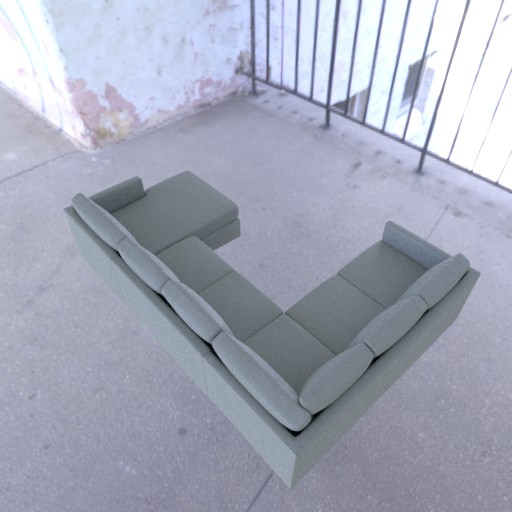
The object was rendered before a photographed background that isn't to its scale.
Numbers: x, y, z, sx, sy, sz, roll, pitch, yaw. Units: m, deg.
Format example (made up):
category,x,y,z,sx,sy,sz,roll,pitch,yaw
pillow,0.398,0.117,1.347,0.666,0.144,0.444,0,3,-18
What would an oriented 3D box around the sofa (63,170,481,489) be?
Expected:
category,x,y,z,sx,sy,sz,roll,pitch,yaw
sofa,0.000,0.000,4.535,2.427,0.882,3.460,-33,54,-28
